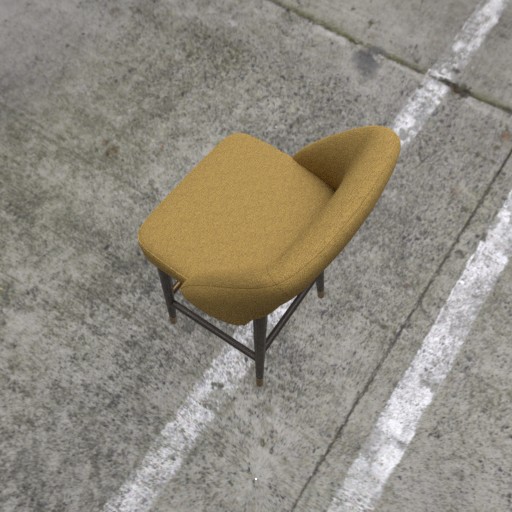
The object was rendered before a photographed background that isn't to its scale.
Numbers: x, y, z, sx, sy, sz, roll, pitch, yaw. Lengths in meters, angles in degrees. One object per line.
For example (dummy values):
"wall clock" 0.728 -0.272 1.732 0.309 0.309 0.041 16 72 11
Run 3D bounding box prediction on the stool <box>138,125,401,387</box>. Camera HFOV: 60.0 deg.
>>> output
"stool" 0.000 0.000 1.332 0.522 1.032 0.536 33 68 15
